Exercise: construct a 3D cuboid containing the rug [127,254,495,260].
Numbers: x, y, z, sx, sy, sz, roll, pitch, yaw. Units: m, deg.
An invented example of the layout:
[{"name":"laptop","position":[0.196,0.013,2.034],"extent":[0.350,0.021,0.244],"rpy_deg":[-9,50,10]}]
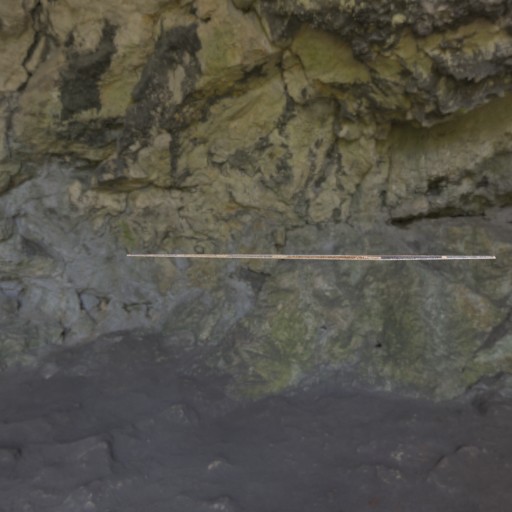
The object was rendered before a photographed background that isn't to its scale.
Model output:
[{"name":"rug","position":[0.000,0.000,2.470],"extent":[0.687,0.011,2.287],"rpy_deg":[0,0,-35]}]
